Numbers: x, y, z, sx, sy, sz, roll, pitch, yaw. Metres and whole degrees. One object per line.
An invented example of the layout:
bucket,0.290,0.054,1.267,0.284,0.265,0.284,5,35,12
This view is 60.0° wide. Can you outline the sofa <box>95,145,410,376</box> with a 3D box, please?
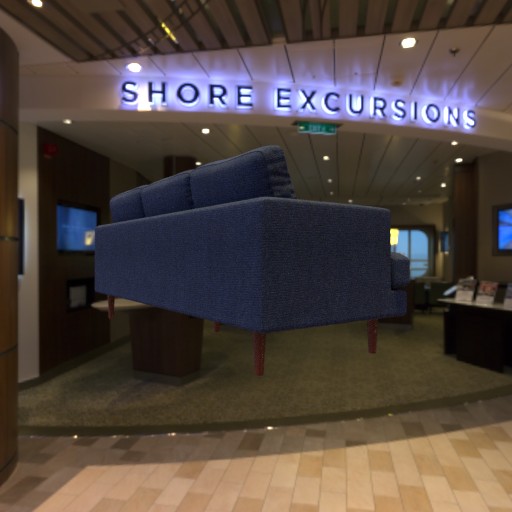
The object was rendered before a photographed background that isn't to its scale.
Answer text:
sofa,0.000,0.000,2.968,1.504,0.956,2.233,0,0,-35
